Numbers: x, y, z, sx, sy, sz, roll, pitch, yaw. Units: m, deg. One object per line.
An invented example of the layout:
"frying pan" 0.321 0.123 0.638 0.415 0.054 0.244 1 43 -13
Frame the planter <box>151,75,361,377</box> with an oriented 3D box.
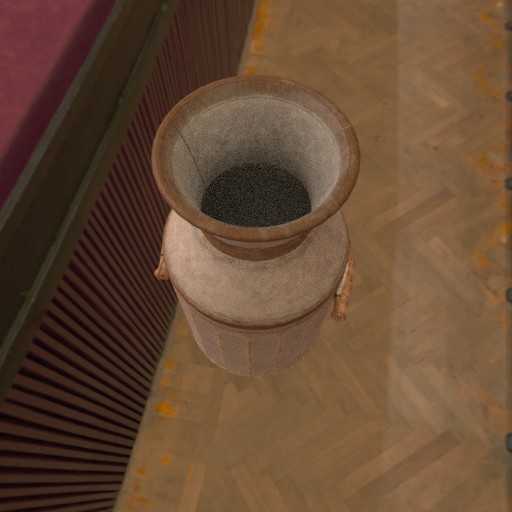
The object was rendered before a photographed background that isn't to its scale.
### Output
"planter" 0.000 0.000 0.538 0.245 0.396 0.214 13 64 6
